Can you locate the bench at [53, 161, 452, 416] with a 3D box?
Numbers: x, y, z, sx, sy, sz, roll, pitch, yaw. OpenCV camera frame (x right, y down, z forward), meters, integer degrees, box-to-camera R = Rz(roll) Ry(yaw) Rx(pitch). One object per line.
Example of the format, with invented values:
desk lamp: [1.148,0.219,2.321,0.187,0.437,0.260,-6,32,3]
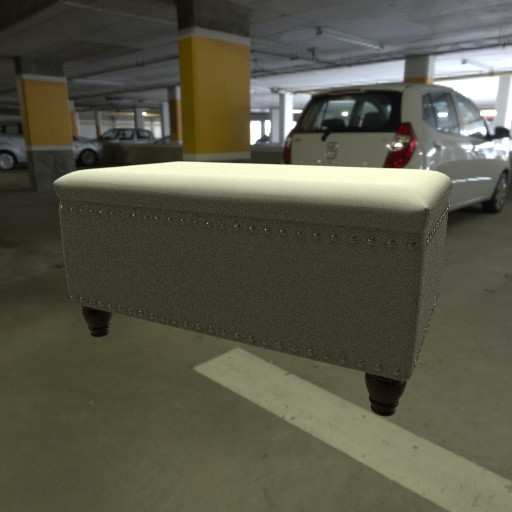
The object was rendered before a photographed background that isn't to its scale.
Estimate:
bench: [0.000,0.000,1.171,0.887,0.449,0.500,8,17,26]
